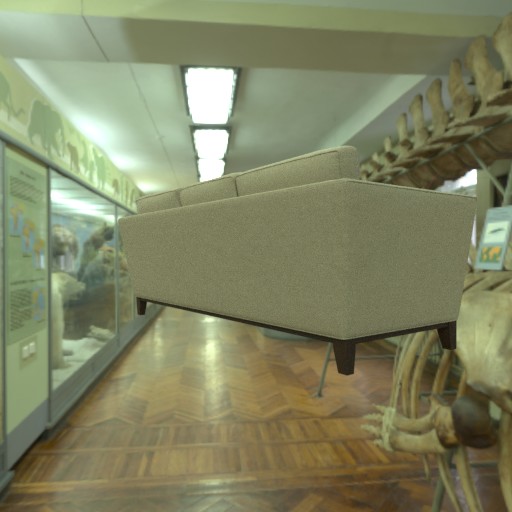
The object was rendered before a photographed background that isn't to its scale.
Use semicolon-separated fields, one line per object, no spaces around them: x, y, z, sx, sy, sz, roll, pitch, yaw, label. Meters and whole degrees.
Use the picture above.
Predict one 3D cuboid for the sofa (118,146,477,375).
0.000;0.000;2.857;0.965;0.940;2.388;0;1;-37;sofa
